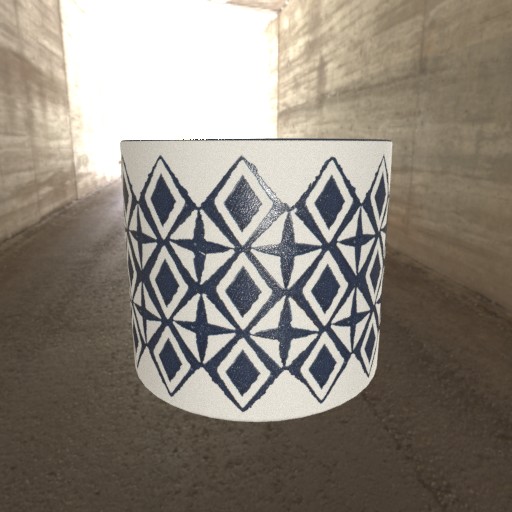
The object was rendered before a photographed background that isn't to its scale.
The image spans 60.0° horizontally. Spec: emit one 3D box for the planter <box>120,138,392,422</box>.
[{"bbox_3d":[0.000,0.000,0.285,0.159,0.144,0.159,0,14,0],"label":"planter"}]
